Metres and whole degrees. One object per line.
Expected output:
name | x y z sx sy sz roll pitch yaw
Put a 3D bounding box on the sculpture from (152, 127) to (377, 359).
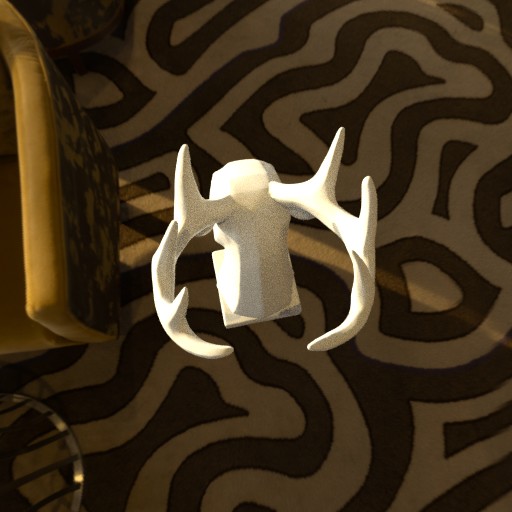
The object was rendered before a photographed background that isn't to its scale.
sculpture | 0.000 0.000 0.462 0.174 0.329 0.224 -11 75 -3
